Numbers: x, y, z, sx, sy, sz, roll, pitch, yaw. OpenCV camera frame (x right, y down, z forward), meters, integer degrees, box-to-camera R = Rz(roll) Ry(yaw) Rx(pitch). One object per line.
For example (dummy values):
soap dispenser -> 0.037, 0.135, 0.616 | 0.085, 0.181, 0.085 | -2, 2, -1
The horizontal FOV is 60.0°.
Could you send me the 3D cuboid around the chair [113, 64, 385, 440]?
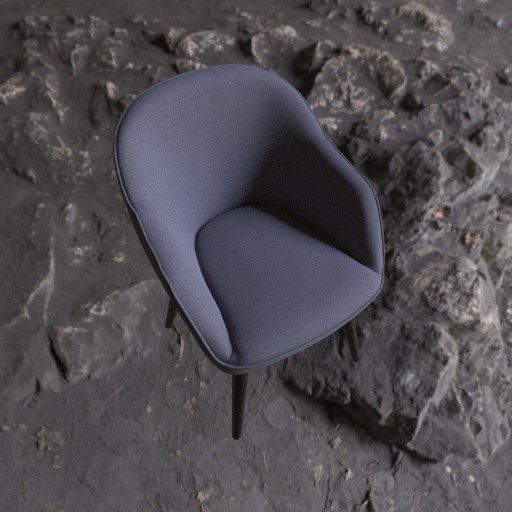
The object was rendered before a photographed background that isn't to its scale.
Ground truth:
chair -> 0.000, 0.000, 1.224 | 0.589, 0.810, 0.611 | -25, 52, -22
